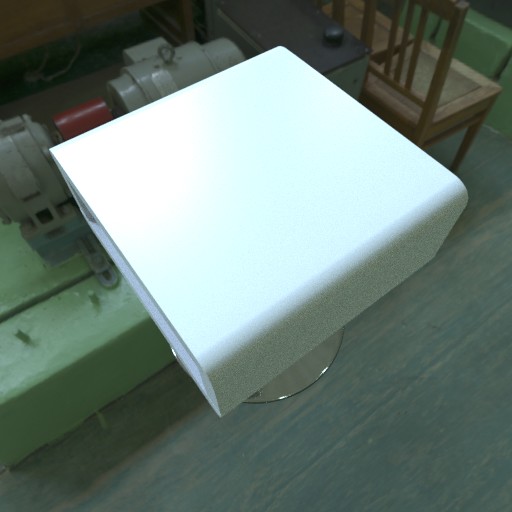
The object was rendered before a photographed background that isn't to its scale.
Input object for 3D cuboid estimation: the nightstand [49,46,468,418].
[{"bbox_3d":[0.000,0.000,0.754,0.404,0.447,0.399,-32,63,-19],"label":"nightstand"}]
